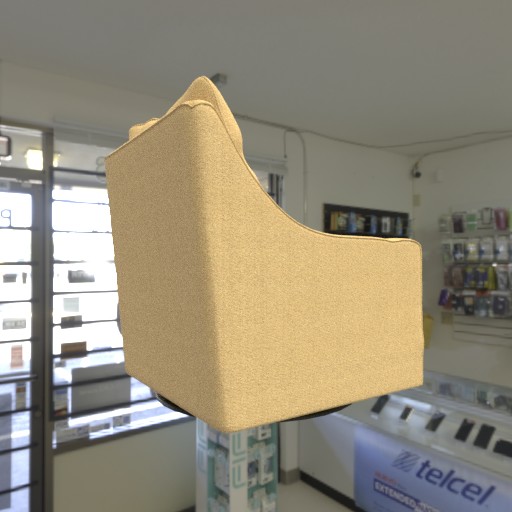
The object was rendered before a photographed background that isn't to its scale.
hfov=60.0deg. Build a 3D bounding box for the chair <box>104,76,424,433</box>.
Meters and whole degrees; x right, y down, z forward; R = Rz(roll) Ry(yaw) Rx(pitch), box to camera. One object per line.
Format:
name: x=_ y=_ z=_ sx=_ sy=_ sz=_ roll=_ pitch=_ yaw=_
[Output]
chair: x=0.000 y=0.000 z=1.567 sx=0.876 sy=0.927 sz=0.760 roll=1 pitch=-1 yaw=-34
